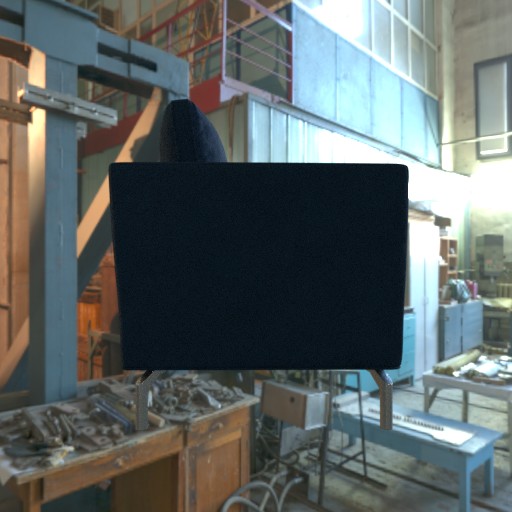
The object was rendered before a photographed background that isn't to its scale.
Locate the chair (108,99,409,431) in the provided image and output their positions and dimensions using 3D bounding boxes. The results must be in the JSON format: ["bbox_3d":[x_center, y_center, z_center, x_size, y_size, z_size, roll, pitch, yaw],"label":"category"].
[{"bbox_3d":[0.000,0.000,1.560,0.746,0.893,0.977,0,0,-1],"label":"chair"}]
